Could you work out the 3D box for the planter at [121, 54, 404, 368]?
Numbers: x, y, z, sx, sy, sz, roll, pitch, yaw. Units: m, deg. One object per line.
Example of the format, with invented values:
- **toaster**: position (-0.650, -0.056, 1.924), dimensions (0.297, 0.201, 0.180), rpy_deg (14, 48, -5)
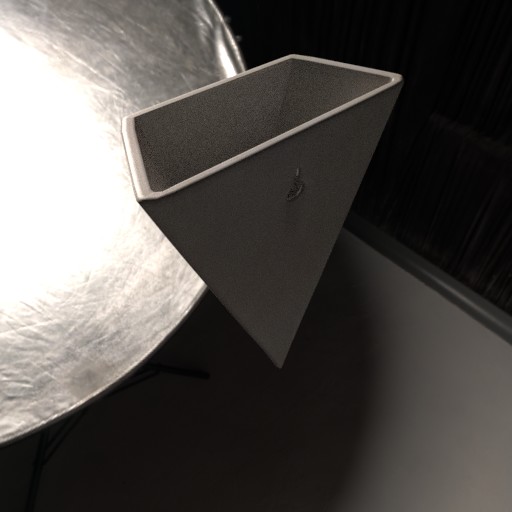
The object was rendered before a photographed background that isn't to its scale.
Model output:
- **planter**: position (0.000, 0.000, 0.270), dimensions (0.150, 0.197, 0.060), rpy_deg (-32, 54, -27)
